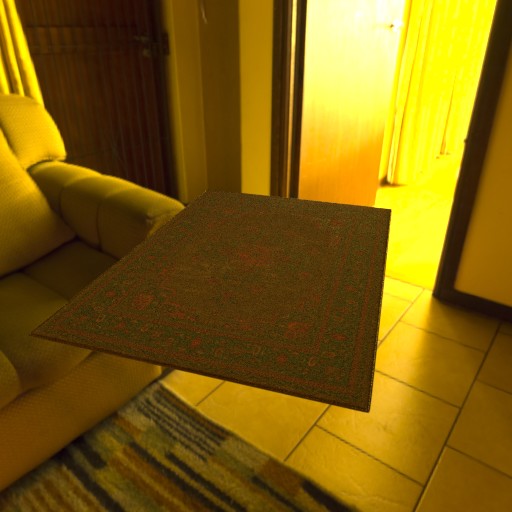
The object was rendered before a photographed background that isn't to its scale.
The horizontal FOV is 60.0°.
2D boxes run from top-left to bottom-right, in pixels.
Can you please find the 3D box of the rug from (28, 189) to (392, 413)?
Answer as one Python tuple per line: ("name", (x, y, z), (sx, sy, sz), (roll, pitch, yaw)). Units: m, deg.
("rug", (0.000, 0.000, 2.849), (1.609, 0.013, 2.214), (8, 29, 15))
